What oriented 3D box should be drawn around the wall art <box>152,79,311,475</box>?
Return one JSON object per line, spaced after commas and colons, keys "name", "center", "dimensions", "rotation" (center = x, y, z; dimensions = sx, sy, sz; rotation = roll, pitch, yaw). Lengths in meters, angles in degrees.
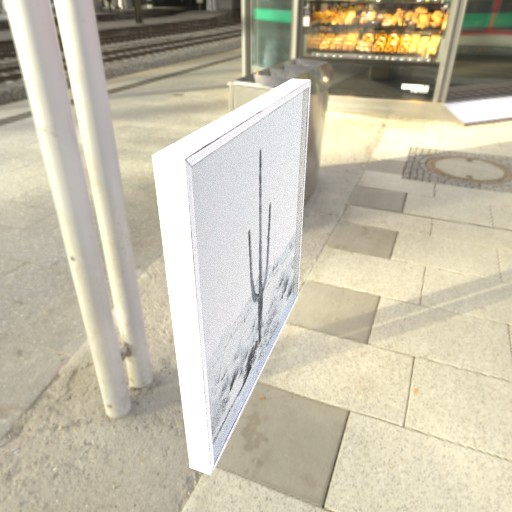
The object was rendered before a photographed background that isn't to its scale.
{"name": "wall art", "center": [0.000, 0.000, 0.775], "dimensions": [0.038, 0.508, 0.508], "rotation": [11, 32, 17]}
